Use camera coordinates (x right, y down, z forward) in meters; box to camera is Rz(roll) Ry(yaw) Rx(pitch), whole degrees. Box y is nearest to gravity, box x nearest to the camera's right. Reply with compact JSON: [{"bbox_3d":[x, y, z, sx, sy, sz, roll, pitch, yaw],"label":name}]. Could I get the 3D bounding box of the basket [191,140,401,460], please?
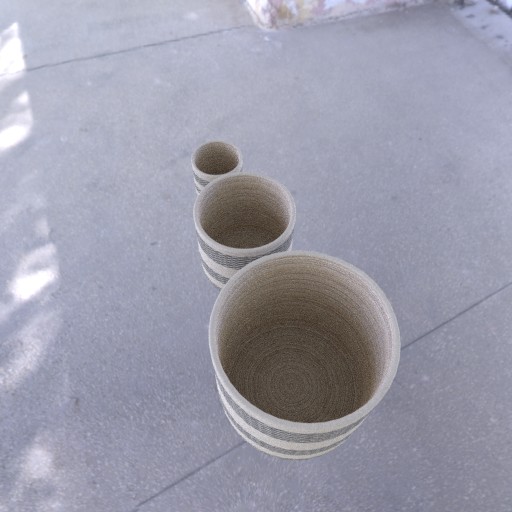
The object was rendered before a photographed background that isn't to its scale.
[{"bbox_3d":[0.000,0.000,1.094,0.351,0.356,0.917,-15,58,-10],"label":"basket"}]
